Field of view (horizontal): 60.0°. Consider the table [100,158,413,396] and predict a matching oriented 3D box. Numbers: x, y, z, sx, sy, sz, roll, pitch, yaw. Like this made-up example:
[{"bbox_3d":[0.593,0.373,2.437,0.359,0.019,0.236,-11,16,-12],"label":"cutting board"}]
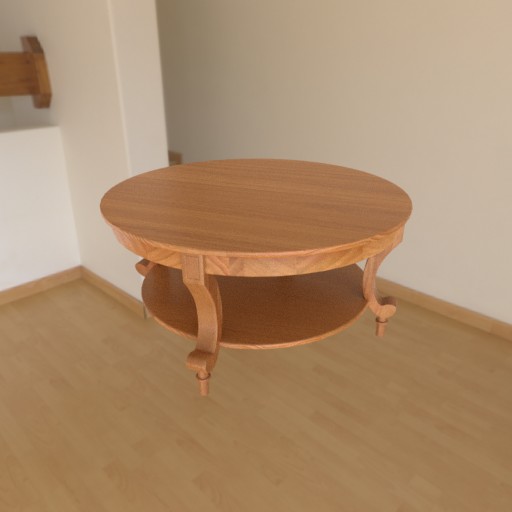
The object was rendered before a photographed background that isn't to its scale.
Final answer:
[{"bbox_3d":[0.000,0.000,1.623,1.029,0.490,1.029,0,25,0],"label":"table"}]
